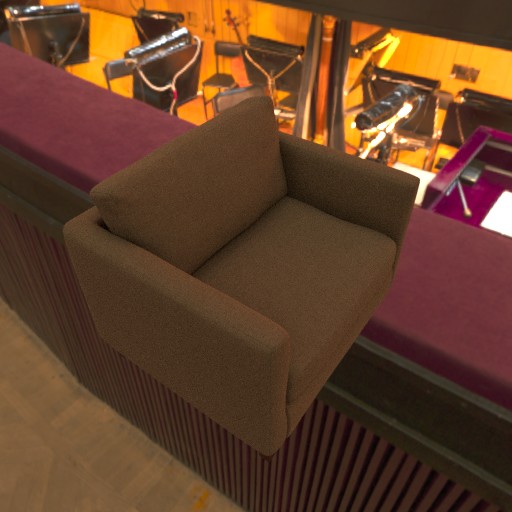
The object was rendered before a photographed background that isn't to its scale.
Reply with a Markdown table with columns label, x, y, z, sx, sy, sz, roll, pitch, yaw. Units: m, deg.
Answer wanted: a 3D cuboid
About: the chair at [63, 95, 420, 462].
| label | x | y | z | sx | sy | sz | roll | pitch | yaw |
| --- | --- | --- | --- | --- | --- | --- | --- | --- | --- |
| chair | 0.000 | 0.000 | 1.856 | 0.959 | 0.963 | 1.107 | 26 | 48 | 26 |
